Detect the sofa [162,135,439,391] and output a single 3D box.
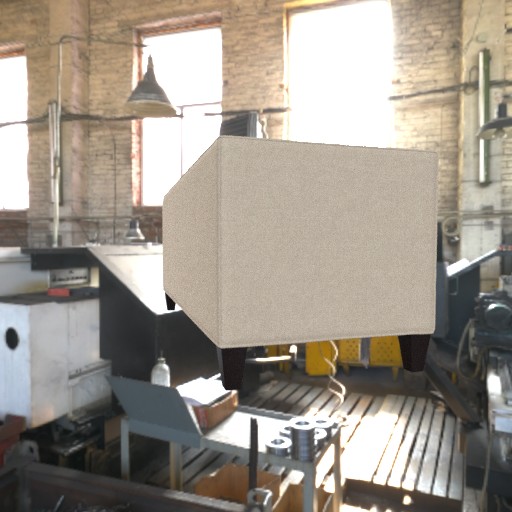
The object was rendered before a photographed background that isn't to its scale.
[{"bbox_3d":[0.000,0.000,2.250,0.775,0.762,1.778,0,2,-17],"label":"sofa"}]
